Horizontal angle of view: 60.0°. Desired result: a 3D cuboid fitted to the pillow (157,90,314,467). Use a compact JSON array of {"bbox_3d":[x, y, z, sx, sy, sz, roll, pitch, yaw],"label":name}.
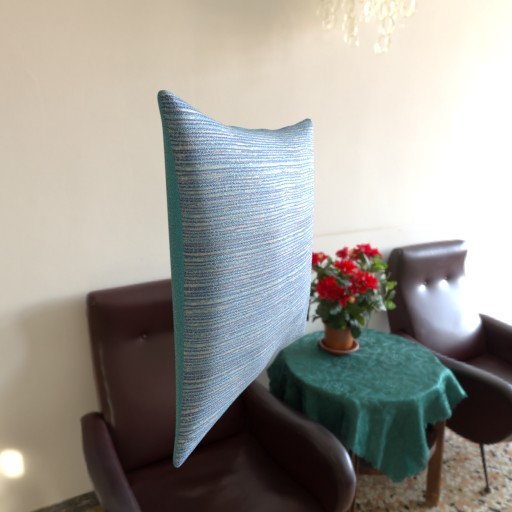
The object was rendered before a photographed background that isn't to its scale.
[{"bbox_3d":[0.000,0.000,0.777,0.150,0.497,0.514,7,15,25],"label":"pillow"}]
